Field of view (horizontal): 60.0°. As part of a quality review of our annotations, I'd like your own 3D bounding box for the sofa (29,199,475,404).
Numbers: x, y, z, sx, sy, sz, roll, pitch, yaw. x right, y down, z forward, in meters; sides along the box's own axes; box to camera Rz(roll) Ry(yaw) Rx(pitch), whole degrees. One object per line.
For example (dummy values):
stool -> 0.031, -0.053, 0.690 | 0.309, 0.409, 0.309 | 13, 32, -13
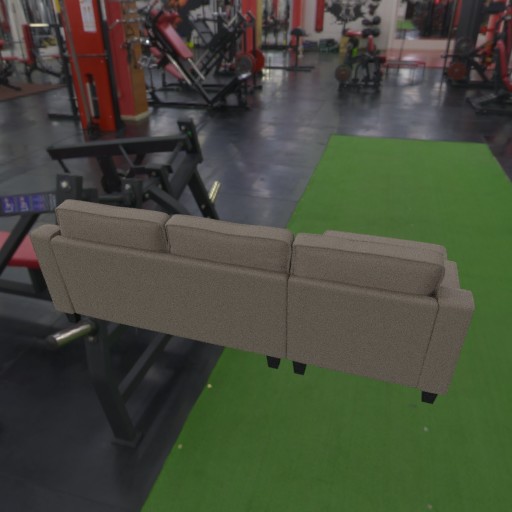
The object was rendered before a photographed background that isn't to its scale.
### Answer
sofa -> 0.000, 0.000, 3.071 | 2.561, 0.928, 1.294 | 9, 30, 16
